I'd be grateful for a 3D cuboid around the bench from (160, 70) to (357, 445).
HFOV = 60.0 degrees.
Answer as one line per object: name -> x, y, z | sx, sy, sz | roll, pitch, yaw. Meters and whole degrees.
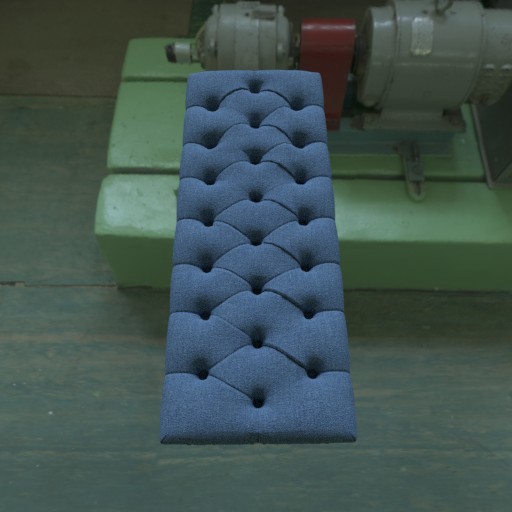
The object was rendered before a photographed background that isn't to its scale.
bench -> 0.000, 0.000, 1.321 | 0.417, 0.492, 1.052 | 0, 64, 0
